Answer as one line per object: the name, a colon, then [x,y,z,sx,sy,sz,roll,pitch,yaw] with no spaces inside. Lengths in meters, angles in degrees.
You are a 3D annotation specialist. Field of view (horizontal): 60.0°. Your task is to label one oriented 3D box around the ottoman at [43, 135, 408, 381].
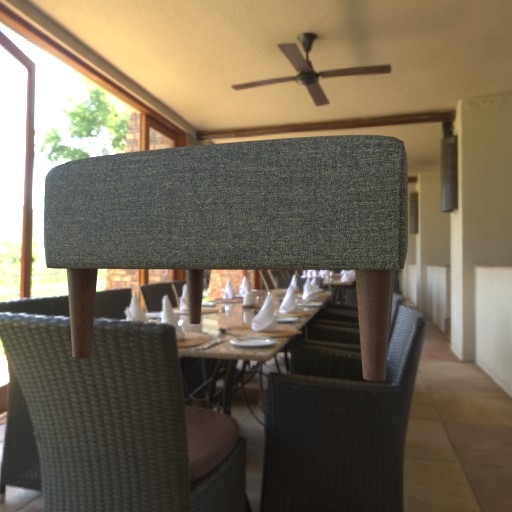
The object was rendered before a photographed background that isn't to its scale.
ottoman: [0.000,0.000,1.025,0.655,0.399,0.648,0,-1,18]
